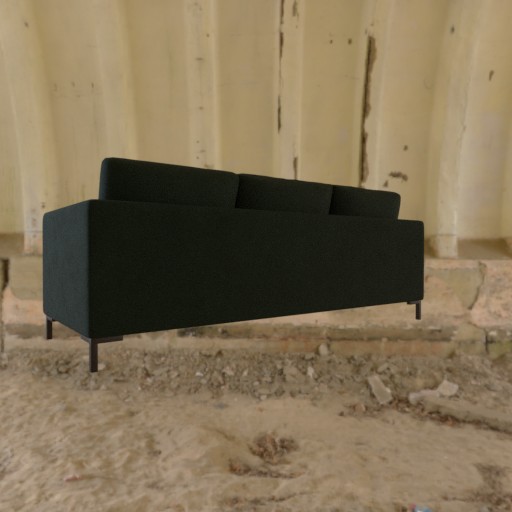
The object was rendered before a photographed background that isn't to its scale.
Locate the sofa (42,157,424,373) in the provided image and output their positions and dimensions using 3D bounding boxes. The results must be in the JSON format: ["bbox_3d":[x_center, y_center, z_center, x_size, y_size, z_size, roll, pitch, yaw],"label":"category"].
[{"bbox_3d":[0.000,0.000,2.674,2.218,0.870,0.859,-1,1,-37],"label":"sofa"}]
